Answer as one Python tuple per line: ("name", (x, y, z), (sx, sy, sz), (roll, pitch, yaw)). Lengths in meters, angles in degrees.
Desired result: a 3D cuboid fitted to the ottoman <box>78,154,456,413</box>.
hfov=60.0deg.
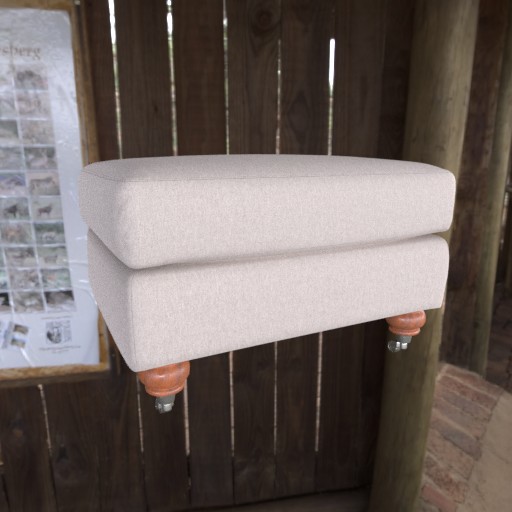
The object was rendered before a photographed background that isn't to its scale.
("ottoman", (0.000, 0.000, 1.112), (0.773, 0.497, 0.574), (-7, 15, -26))
